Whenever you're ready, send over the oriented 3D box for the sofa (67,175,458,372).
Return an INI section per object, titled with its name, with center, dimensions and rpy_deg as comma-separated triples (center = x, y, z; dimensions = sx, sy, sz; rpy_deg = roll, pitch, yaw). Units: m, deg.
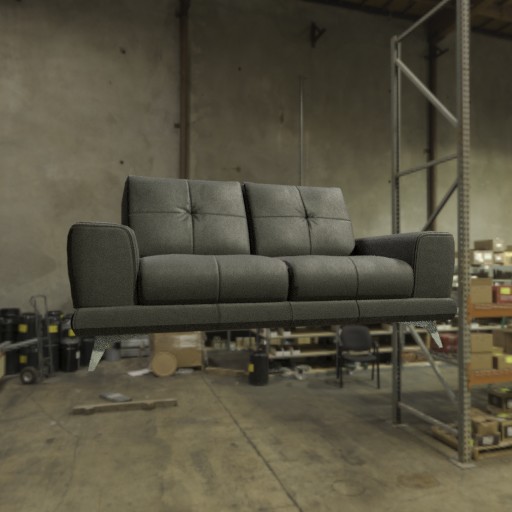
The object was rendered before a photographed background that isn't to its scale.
[sofa]
center = 0.000, 0.000, 2.374
dimensions = 1.806, 0.907, 1.018
rpy_deg = 0, -1, -18
